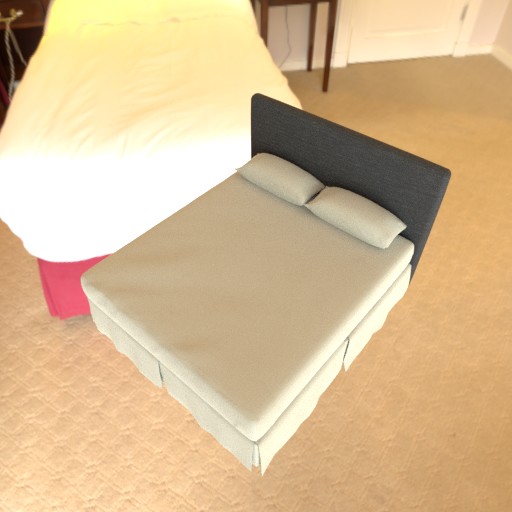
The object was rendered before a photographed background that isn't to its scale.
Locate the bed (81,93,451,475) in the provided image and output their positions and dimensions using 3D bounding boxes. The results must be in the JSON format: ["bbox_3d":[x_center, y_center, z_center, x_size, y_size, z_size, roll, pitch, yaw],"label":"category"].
[{"bbox_3d":[0.000,0.000,3.411,1.884,1.330,2.142,32,54,27],"label":"bed"}]
